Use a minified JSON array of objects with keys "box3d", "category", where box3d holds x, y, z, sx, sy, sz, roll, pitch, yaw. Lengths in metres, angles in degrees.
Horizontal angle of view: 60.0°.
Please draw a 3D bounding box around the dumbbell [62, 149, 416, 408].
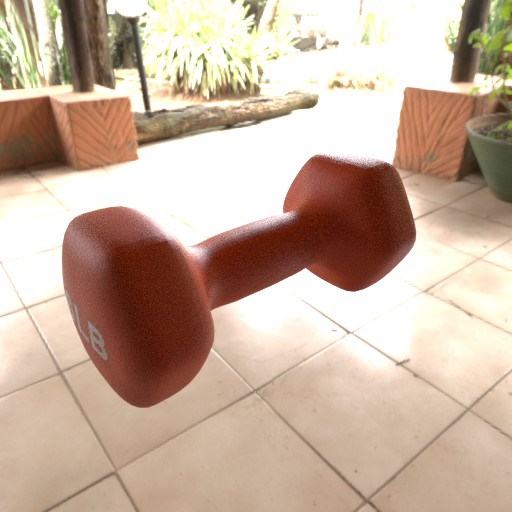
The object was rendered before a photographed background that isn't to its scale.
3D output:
[{"box3d":[0.000,0.000,0.205,0.162,0.071,0.079,-21,35,-33],"category":"dumbbell"}]
